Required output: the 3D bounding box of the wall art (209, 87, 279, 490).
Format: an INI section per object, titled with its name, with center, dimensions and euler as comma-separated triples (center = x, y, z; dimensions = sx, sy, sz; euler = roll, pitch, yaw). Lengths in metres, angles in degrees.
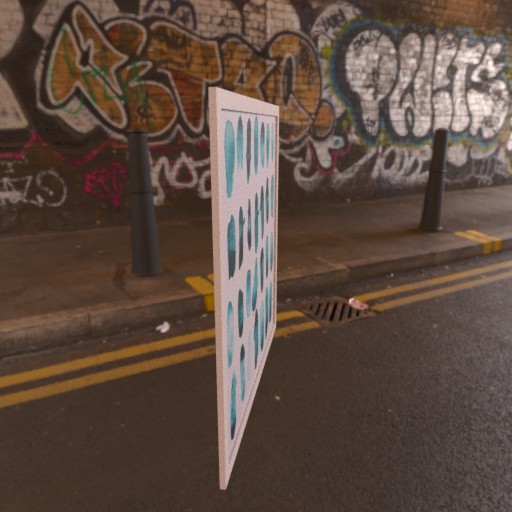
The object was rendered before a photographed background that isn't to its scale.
[wall art]
center = 0.000, 0.000, 1.223
dimensions = 0.013, 0.813, 0.812
euler = 3, 17, 10
